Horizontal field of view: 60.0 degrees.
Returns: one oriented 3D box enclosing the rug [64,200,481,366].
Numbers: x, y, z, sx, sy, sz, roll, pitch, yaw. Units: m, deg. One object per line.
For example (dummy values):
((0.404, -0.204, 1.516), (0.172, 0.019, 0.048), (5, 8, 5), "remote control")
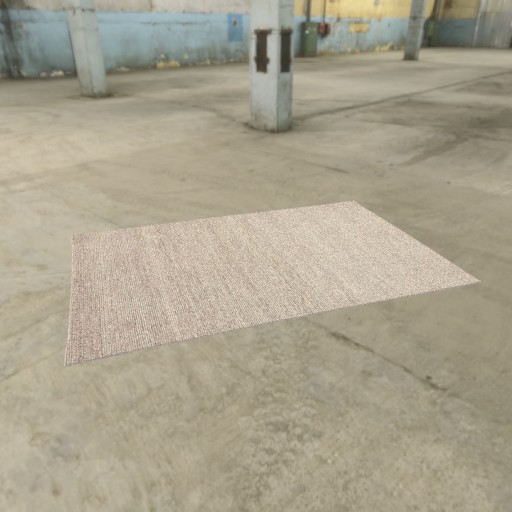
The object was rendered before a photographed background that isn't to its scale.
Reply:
((0.000, 0.000, 2.253), (1.792, 0.021, 1.154), (-9, 28, -17), "rug")
